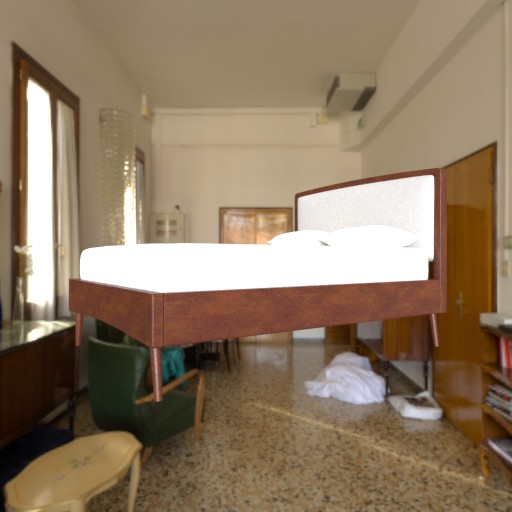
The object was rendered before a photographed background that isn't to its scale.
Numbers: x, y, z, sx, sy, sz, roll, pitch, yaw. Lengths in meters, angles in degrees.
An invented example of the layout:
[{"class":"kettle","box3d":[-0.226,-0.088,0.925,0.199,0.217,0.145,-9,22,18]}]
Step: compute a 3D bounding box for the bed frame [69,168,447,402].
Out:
[{"class":"bed frame","box3d":[0.000,0.000,3.151,2.171,1.279,1.587,0,0,-35]}]
